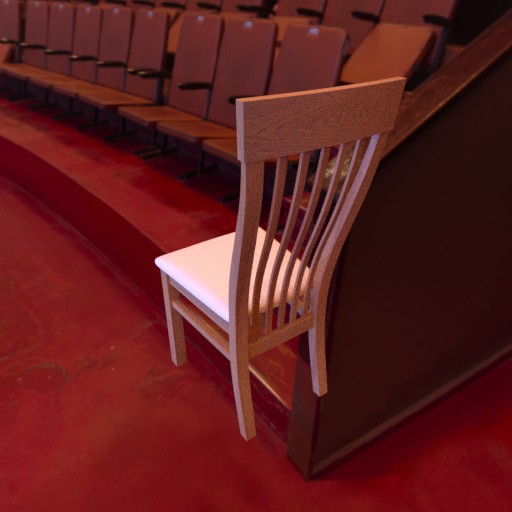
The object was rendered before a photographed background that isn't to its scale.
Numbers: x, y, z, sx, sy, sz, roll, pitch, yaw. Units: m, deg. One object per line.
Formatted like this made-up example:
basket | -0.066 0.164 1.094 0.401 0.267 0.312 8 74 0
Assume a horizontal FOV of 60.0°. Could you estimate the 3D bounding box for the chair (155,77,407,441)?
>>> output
chair | 0.000 0.000 1.355 0.450 1.050 0.580 -20 36 -30
